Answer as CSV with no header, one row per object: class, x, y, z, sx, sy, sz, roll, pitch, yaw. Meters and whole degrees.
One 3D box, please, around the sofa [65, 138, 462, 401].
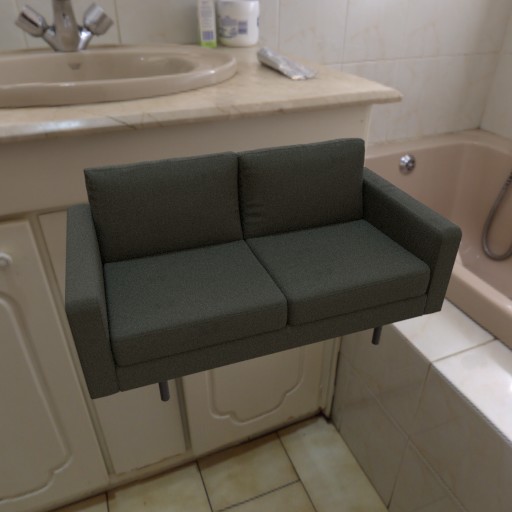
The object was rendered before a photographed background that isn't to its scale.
sofa,0.000,0.000,2.247,1.730,0.897,0.889,-11,34,-16
